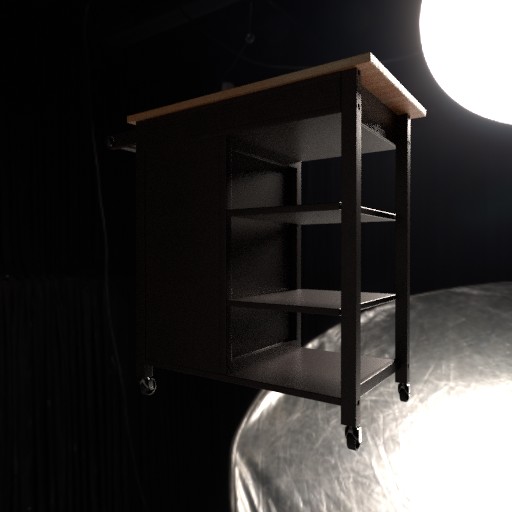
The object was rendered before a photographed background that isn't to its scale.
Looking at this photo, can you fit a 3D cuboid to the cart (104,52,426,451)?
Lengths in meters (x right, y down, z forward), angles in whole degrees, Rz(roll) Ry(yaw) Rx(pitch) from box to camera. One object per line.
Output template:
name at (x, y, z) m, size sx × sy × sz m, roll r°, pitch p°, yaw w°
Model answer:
cart at (0.000, 0.000, 1.400) m, size 0.914 × 0.878 × 0.472 m, roll 0°, pitch 1°, yaw 35°
